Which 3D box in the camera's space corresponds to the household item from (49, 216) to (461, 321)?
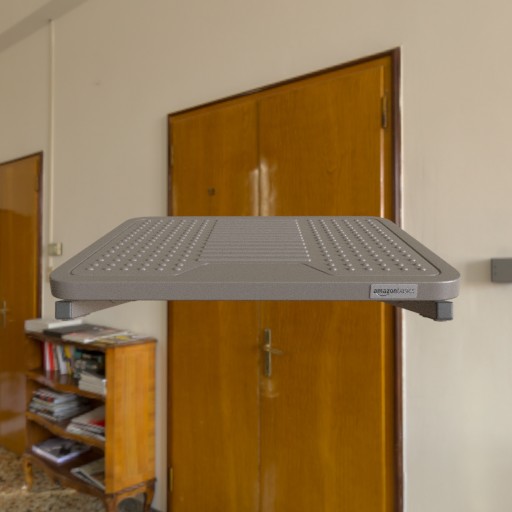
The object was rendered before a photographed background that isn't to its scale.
[{"bbox_3d":[0.000,0.000,0.545,0.390,0.126,0.301,0,-1,1],"label":"household item"}]
